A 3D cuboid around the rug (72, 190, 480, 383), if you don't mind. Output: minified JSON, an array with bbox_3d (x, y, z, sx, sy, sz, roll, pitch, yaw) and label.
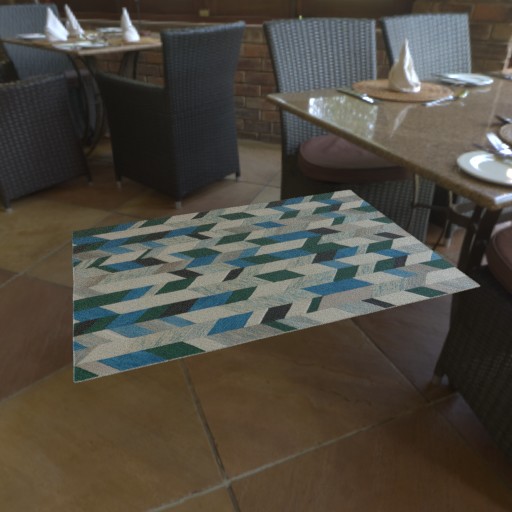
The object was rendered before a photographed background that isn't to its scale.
[{"bbox_3d":[0.000,0.000,2.335,1.827,0.005,1.229,-10,33,-17],"label":"rug"}]
